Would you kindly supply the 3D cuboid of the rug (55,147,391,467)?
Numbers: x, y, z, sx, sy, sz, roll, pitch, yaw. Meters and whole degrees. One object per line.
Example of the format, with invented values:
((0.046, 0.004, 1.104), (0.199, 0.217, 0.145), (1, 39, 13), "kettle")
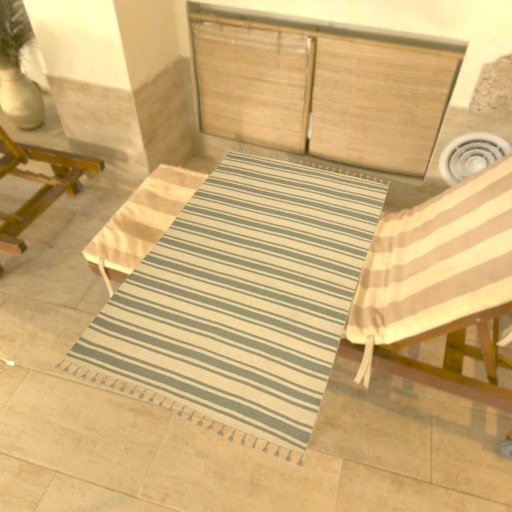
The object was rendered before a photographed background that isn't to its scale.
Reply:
((0.000, 0.000, 2.596), (1.222, 0.009, 2.084), (16, 48, 15), "rug")
